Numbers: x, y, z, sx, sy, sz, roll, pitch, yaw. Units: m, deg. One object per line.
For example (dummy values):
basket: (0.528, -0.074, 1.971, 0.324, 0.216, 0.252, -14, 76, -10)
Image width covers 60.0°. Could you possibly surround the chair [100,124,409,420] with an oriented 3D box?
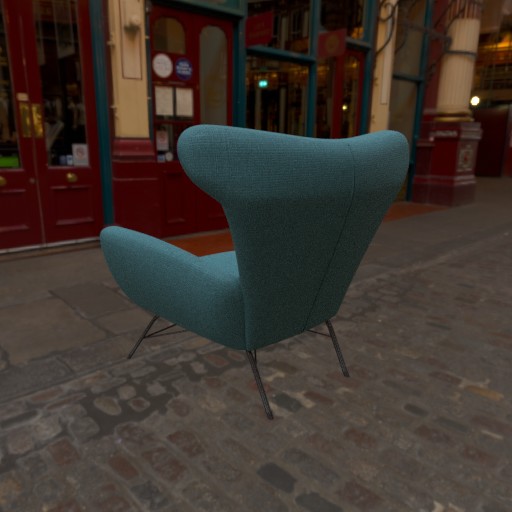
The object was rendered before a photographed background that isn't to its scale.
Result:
chair: (0.000, 0.000, 1.782, 1.050, 0.980, 0.900, -13, 19, -41)
